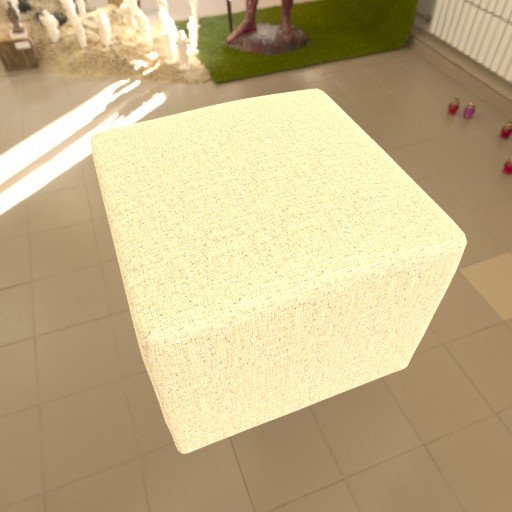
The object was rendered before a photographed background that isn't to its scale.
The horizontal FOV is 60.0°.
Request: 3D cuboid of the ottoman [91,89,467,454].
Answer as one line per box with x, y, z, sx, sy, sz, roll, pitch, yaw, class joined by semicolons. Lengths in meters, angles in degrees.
0.000;0.000;0.903;0.512;0.453;0.521;-16;50;-14;ottoman
